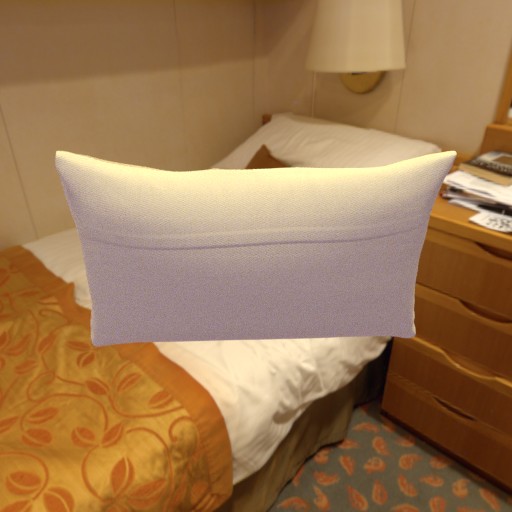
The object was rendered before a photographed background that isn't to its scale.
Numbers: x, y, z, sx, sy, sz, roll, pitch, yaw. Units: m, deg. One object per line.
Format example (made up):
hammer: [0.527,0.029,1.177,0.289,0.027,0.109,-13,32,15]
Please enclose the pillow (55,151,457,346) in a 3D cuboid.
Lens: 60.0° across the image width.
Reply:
pillow: [0.000,0.000,0.622,0.506,0.305,0.139,-1,30,-2]
